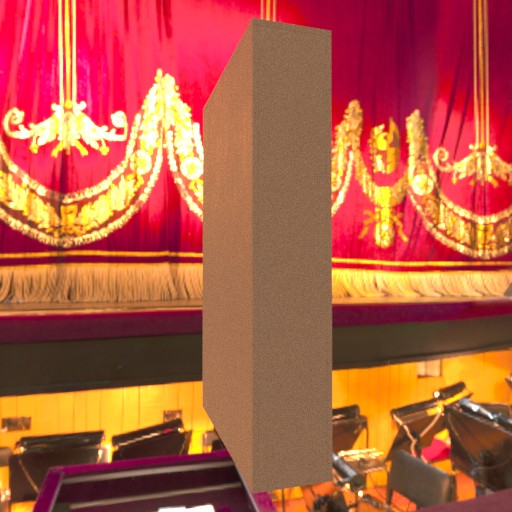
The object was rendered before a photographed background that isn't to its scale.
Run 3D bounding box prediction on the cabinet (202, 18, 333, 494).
[{"bbox_3d":[0.000,0.000,1.586,0.250,1.280,0.750,0,-1,-17],"label":"cabinet"}]
